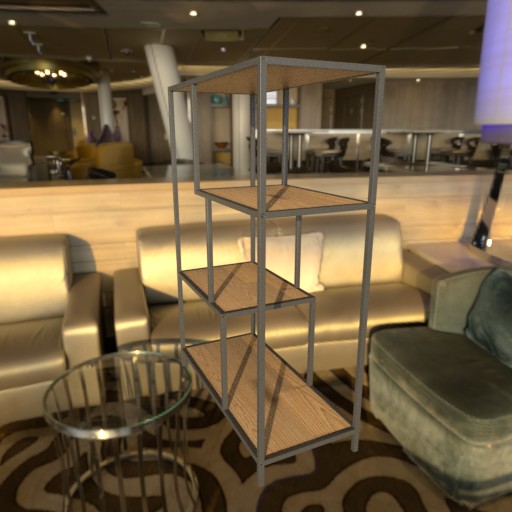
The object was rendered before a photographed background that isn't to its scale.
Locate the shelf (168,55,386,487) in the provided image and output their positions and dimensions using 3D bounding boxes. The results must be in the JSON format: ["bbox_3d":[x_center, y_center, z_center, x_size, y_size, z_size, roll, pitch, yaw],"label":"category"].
[{"bbox_3d":[0.000,0.000,1.521,0.350,1.138,0.770,-7,17,-25],"label":"shelf"}]
